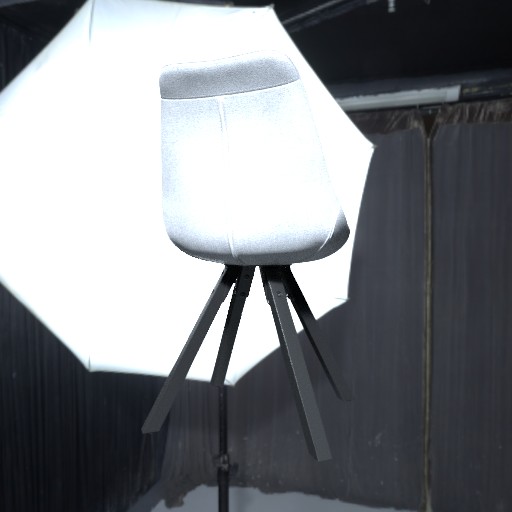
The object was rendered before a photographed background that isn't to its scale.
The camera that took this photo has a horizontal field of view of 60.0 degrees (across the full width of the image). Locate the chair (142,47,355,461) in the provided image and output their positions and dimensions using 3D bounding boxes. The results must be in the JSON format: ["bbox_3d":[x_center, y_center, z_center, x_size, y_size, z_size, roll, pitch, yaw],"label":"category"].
[{"bbox_3d":[0.000,0.000,1.167,0.485,0.850,0.550,0,1,18],"label":"chair"}]
